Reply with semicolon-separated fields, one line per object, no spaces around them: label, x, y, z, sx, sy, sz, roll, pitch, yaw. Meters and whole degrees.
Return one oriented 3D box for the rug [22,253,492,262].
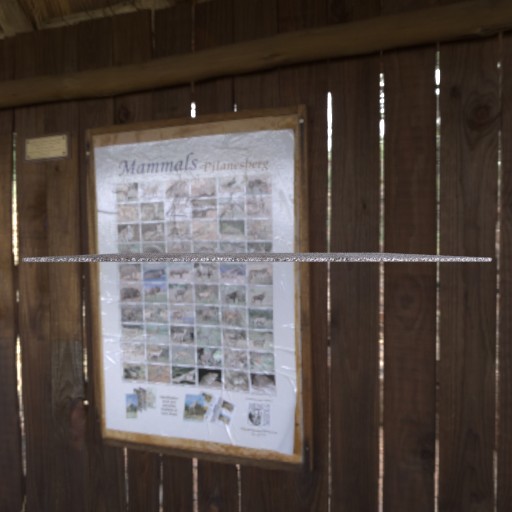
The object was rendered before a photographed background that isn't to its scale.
rug;0.000;0.000;4.016;3.000;0.025;2.401;0;1;-1
